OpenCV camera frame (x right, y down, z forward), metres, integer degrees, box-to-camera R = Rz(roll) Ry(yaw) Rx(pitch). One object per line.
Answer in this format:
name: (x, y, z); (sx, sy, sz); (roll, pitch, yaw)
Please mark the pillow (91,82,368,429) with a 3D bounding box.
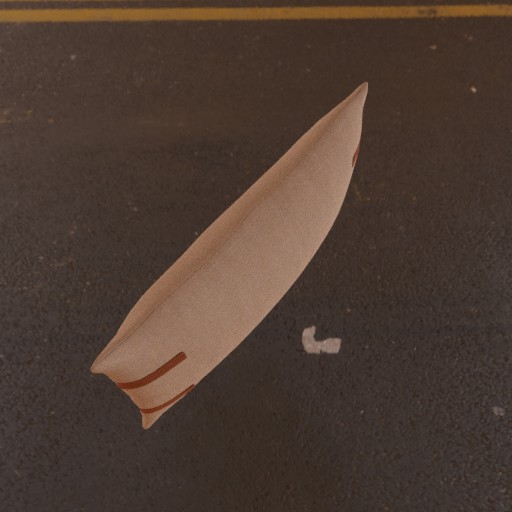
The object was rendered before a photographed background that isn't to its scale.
pillow: (0.000, 0.000, 0.732); (0.148, 0.308, 0.612); (33, 64, 18)
